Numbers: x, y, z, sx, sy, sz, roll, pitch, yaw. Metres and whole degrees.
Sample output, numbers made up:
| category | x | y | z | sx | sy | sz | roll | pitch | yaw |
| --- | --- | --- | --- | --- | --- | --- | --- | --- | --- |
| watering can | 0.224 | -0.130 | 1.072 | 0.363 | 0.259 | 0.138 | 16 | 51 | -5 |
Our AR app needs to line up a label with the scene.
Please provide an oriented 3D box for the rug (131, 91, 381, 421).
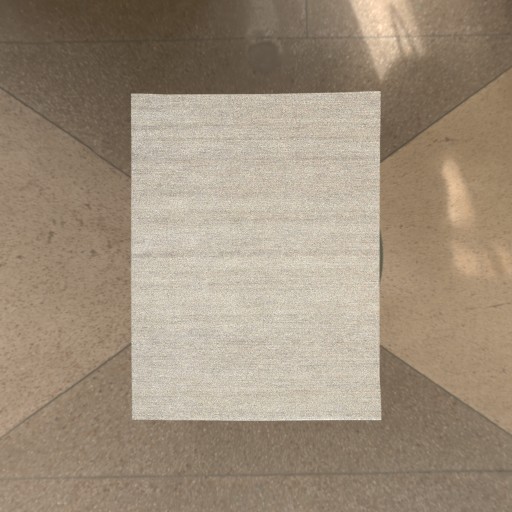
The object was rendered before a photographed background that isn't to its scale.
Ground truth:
| category | x | y | z | sx | sy | sz | roll | pitch | yaw |
| --- | --- | --- | --- | --- | --- | --- | --- | --- | --- |
| rug | 0.000 | 0.000 | 4.877 | 2.757 | 0.051 | 3.626 | 0 | 90 | 0 |
